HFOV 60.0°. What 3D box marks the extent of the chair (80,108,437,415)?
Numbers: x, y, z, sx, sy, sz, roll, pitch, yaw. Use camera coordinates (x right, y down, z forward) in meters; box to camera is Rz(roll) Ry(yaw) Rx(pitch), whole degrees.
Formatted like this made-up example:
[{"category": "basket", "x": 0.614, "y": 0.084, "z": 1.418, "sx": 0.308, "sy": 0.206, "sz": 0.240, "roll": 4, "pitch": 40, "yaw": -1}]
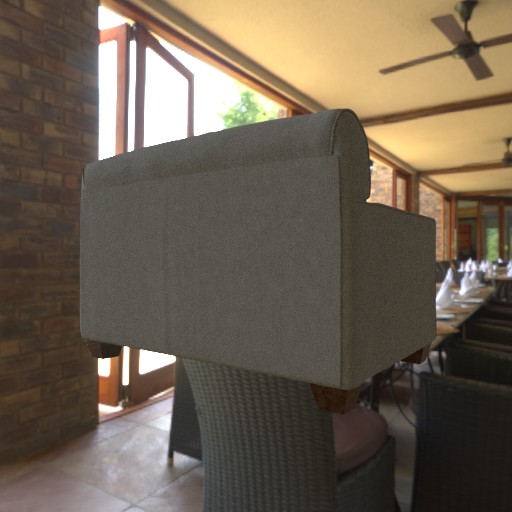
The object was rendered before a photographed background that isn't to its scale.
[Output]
[{"category": "chair", "x": 0.000, "y": 0.000, "z": 2.058, "sx": 1.395, "sy": 0.953, "sz": 0.992, "roll": 0, "pitch": 0, "yaw": 36}]
